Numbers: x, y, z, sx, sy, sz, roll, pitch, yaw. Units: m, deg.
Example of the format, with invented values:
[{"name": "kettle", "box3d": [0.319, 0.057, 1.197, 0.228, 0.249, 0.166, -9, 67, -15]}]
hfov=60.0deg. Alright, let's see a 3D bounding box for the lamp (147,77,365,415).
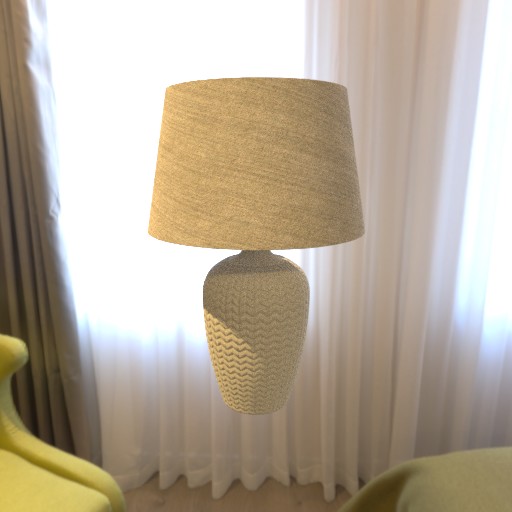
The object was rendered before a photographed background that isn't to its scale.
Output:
[{"name": "lamp", "box3d": [0.000, 0.000, 0.827, 0.390, 0.580, 0.390, 0, 13, 0]}]
